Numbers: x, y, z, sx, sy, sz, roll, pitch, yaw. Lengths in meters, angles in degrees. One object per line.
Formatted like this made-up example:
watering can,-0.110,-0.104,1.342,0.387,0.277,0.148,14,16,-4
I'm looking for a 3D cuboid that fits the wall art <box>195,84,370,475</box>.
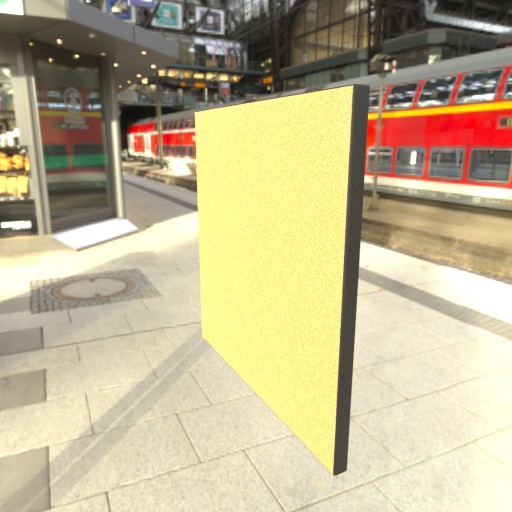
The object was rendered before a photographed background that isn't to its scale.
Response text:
wall art,0.000,0.000,0.688,0.022,0.453,0.456,-7,16,-26
